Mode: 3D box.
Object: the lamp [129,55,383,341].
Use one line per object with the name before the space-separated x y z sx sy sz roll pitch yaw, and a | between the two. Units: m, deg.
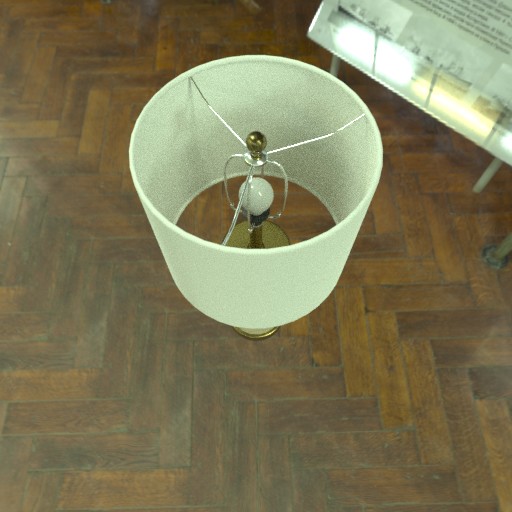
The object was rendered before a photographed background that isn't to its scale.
lamp | 0.000 0.000 0.807 0.305 0.634 0.305 12 64 6
